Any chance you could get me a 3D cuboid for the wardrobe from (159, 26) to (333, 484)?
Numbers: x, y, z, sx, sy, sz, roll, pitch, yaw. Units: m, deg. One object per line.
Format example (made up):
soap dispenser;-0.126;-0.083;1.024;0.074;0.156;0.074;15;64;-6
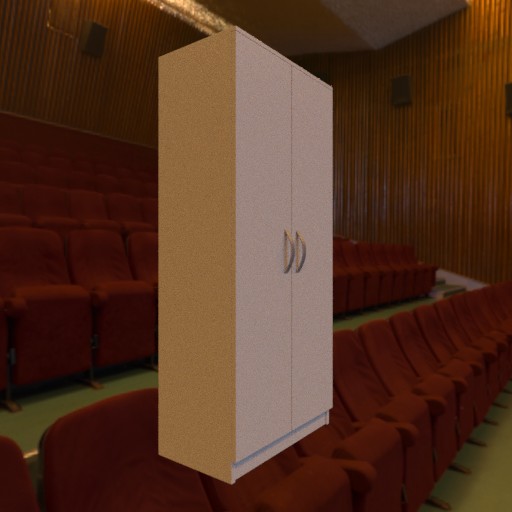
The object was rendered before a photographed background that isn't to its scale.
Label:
wardrobe;0.000;0.000;2.056;0.470;1.700;0.760;0;0;37
